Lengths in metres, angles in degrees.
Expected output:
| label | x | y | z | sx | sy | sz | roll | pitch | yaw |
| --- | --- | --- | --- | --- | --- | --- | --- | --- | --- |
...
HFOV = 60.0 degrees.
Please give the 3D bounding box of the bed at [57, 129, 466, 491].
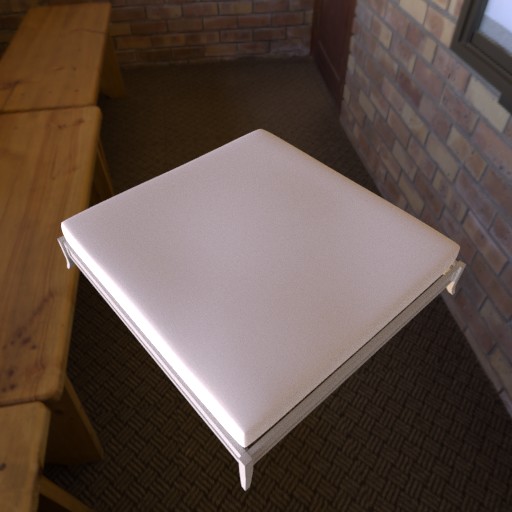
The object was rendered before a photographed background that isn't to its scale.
| label | x | y | z | sx | sy | sz | roll | pitch | yaw |
| --- | --- | --- | --- | --- | --- | --- | --- | --- | --- |
| bed | 0.000 | 0.000 | 3.132 | 2.007 | 0.510 | 2.108 | -33 | 54 | -27 |
